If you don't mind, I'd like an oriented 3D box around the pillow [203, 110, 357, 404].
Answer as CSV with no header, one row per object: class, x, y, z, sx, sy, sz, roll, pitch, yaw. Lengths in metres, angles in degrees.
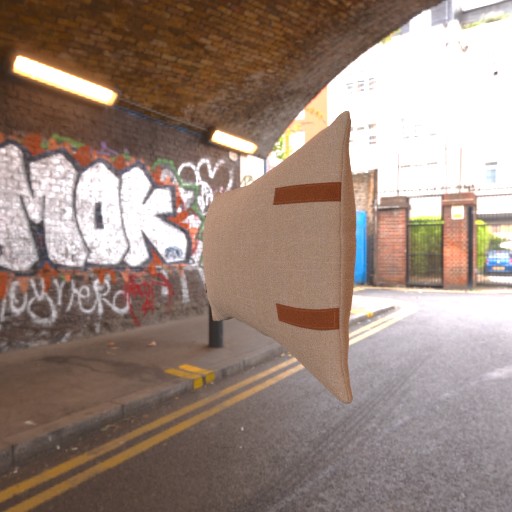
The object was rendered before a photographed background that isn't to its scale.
pillow,0.000,0.000,0.748,0.148,0.308,0.612,0,0,-18
